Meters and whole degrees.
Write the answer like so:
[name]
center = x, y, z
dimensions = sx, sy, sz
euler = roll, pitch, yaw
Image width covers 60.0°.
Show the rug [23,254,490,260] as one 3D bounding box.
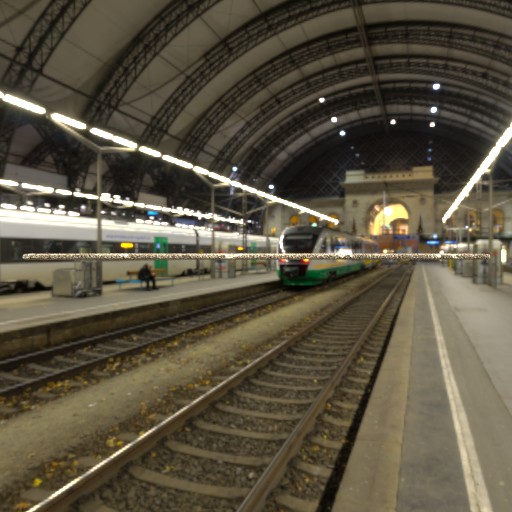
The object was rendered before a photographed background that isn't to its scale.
[rug]
center = 0.000, 0.000, 3.056
dimensions = 2.438, 0.030, 1.524
euler = 0, 0, -1
